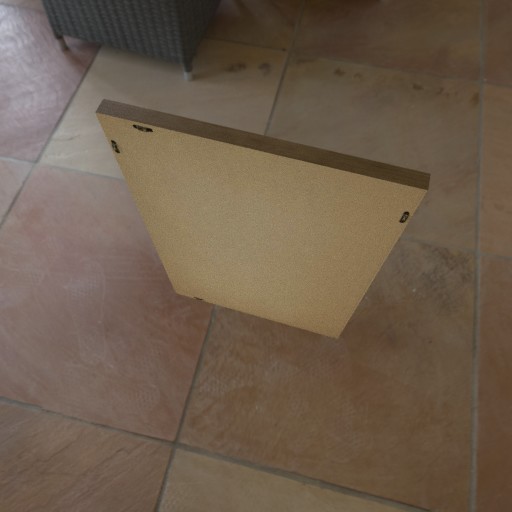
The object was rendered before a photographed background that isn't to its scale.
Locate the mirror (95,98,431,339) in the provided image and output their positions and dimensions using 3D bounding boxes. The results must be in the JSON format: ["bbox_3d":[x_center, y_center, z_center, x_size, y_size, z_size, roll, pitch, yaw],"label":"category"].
[{"bbox_3d":[0.000,0.000,1.195,0.609,0.915,0.041,15,65,7],"label":"mirror"}]
